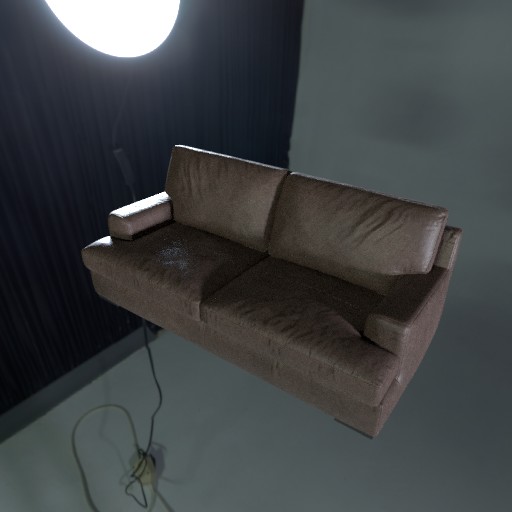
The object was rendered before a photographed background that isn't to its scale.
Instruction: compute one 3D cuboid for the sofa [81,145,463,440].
[{"bbox_3d":[0.000,0.000,2.880,2.261,0.941,1.143,20,36,29],"label":"sofa"}]
